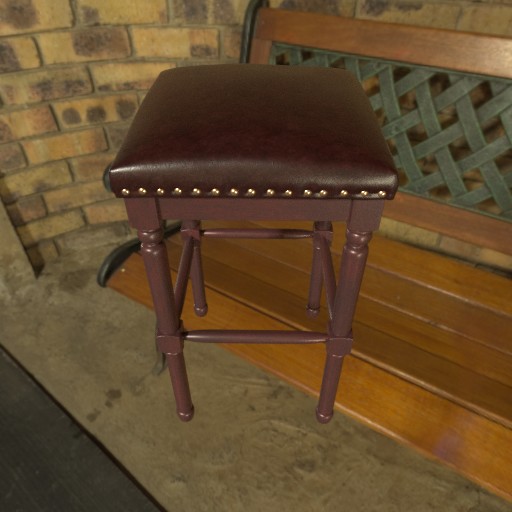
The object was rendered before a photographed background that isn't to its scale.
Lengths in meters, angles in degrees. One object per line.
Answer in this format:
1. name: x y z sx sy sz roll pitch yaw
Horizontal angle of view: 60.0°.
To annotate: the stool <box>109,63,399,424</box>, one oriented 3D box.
1. stool: 0.000 0.000 0.907 0.382 0.702 0.383 1 41 1
